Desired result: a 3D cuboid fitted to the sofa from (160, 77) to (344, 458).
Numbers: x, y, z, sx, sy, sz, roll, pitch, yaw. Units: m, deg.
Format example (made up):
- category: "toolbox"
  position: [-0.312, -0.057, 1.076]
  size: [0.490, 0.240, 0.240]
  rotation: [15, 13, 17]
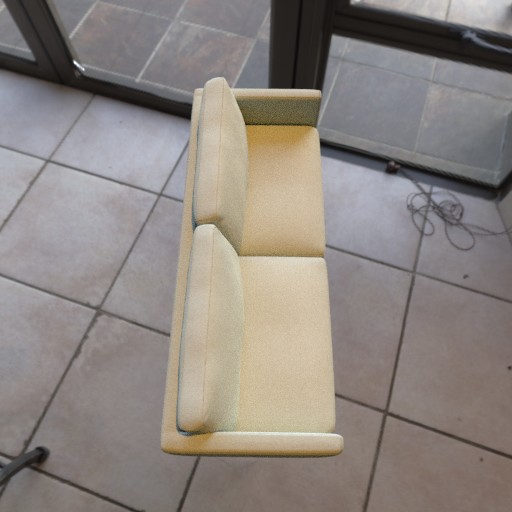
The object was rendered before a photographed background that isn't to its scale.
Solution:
- category: "sofa"
  position: [0.000, 0.000, 2.946]
  size: [0.948, 0.965, 2.434]
  rotation: [1, 65, 0]
